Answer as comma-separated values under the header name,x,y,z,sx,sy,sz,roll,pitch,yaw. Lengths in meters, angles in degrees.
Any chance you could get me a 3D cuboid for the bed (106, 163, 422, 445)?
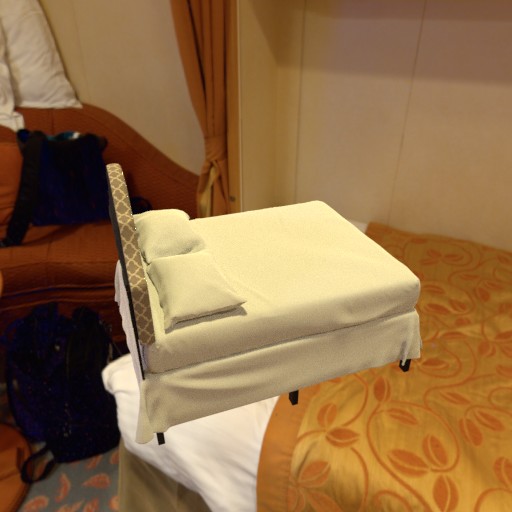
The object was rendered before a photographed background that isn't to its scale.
name,x,y,z,sx,sy,sz,roll,pitch,yaw
bed,0.000,0.000,3.449,2.222,1.633,1.780,-10,32,-17
